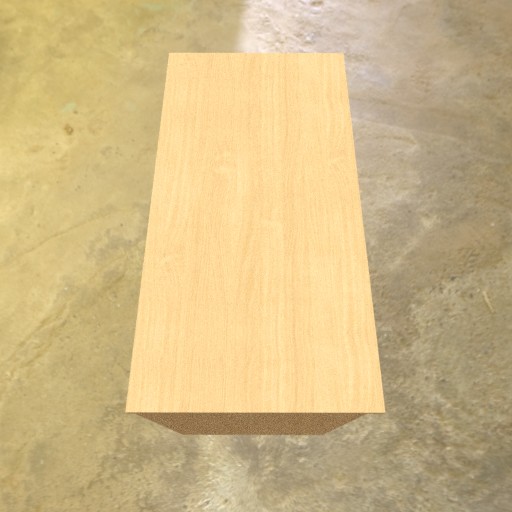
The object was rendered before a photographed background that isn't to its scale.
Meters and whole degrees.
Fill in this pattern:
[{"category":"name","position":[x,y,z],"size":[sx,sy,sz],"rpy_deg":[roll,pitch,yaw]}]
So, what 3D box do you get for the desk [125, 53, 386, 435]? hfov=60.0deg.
[{"category":"desk","position":[0.000,0.000,1.521],"size":[0.560,0.735,1.097],"rpy_deg":[0,65,0]}]
